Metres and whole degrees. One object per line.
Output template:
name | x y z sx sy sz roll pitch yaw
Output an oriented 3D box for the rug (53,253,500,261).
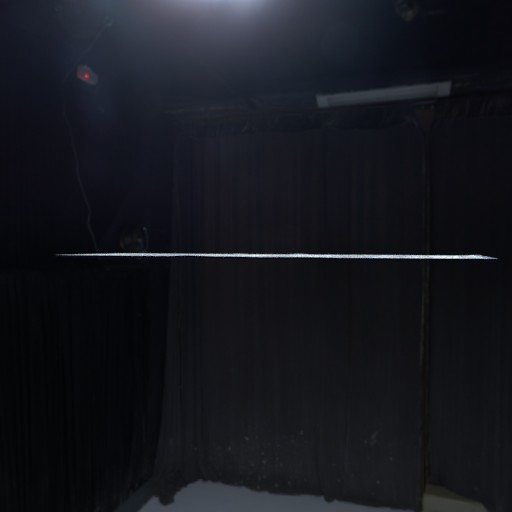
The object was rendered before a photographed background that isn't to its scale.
rug | 0.000 0.000 2.428 2.283 0.016 0.602 0 1 21
